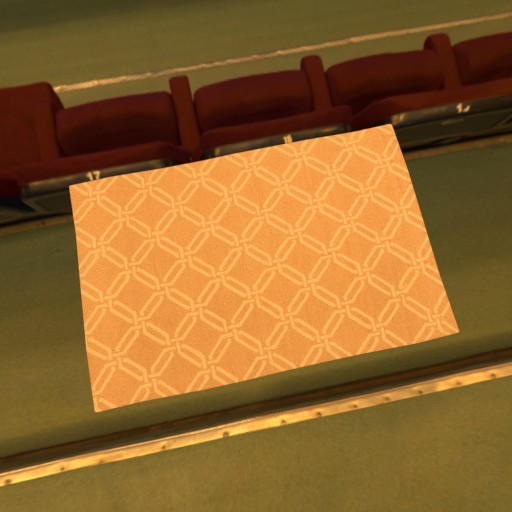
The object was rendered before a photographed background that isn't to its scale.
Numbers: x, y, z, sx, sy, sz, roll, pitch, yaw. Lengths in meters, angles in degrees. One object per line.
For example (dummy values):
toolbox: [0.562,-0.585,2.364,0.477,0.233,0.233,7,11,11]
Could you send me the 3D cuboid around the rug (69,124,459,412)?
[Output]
rug: [0.000,0.000,2.194,1.745,0.010,1.146,-12,75,-3]
